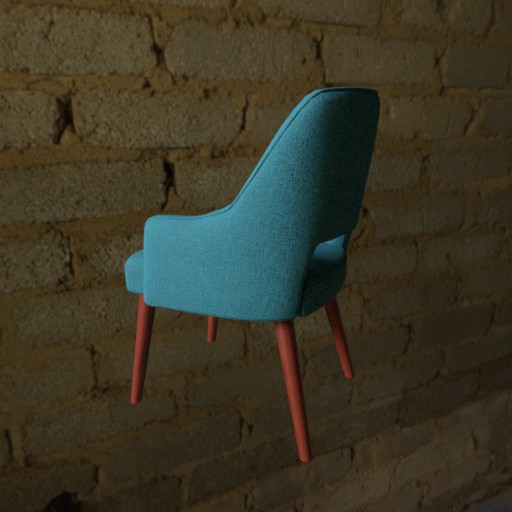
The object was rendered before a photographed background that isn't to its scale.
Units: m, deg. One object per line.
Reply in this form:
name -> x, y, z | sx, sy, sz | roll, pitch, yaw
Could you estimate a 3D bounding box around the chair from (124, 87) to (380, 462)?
chair -> 0.000, 0.000, 1.227 | 0.605, 0.849, 0.548 | 8, 19, 25
